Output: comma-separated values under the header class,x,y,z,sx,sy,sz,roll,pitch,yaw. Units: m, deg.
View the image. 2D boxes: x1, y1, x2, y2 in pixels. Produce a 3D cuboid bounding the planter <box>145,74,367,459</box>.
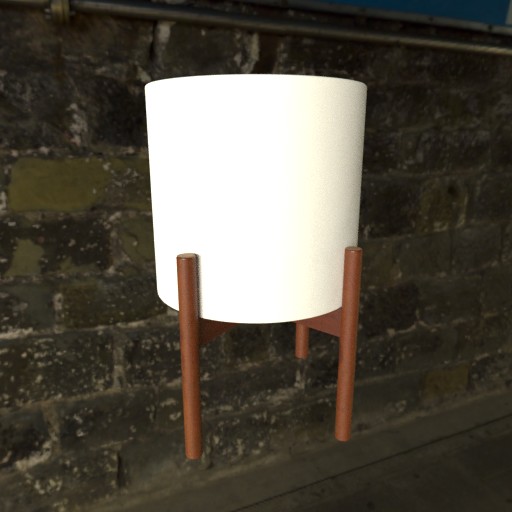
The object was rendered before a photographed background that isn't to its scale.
class,x,y,z,sx,sy,sz,roll,pitch,yaw
planter,0.000,0.000,0.944,0.417,0.670,0.417,-2,15,-8
